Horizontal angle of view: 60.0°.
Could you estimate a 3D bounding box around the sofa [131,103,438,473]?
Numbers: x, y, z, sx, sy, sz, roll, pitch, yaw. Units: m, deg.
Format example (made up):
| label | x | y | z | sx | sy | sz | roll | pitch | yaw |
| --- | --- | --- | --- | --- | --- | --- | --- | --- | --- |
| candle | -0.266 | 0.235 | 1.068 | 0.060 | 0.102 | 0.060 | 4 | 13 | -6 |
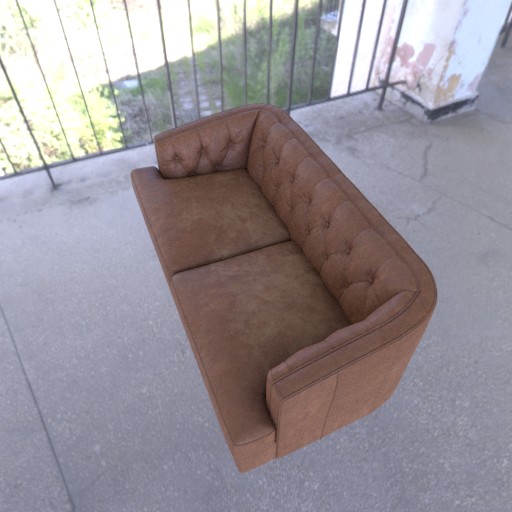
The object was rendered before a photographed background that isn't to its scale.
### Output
| label | x | y | z | sx | sy | sz | roll | pitch | yaw |
| --- | --- | --- | --- | --- | --- | --- | --- | --- | --- |
| sofa | 0.000 | 0.000 | 2.254 | 0.914 | 0.786 | 1.755 | -17 | 49 | -15 |
